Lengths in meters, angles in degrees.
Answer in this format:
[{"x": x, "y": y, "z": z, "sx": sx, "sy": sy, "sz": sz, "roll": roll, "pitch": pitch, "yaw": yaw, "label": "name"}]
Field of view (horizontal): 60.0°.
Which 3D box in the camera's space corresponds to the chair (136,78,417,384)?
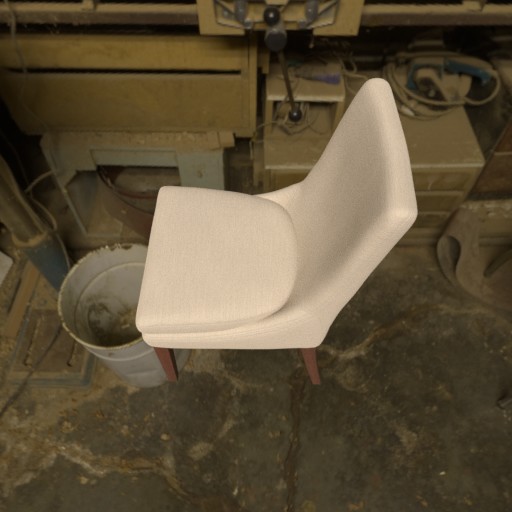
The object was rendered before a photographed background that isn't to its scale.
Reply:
[{"x": 0.000, "y": 0.000, "z": 1.310, "sx": 0.638, "sy": 0.940, "sz": 0.515, "roll": 1, "pitch": 58, "yaw": 1, "label": "chair"}]
